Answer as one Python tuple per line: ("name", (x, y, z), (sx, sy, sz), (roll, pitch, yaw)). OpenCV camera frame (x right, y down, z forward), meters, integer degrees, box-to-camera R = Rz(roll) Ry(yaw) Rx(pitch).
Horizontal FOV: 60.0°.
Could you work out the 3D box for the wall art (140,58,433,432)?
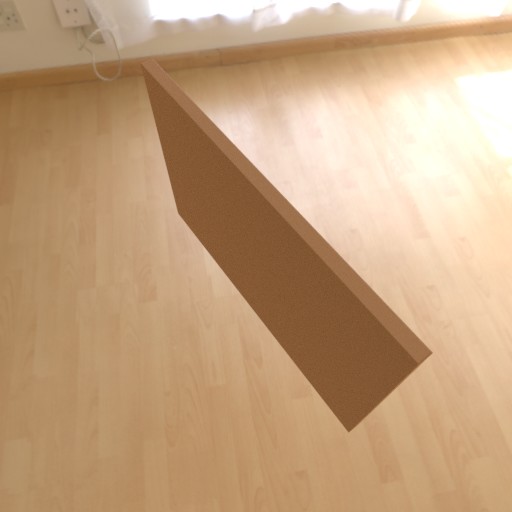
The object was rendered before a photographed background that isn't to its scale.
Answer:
("wall art", (0.000, 0.000, 1.149), (0.033, 0.608, 0.915), (-32, 64, -18))
